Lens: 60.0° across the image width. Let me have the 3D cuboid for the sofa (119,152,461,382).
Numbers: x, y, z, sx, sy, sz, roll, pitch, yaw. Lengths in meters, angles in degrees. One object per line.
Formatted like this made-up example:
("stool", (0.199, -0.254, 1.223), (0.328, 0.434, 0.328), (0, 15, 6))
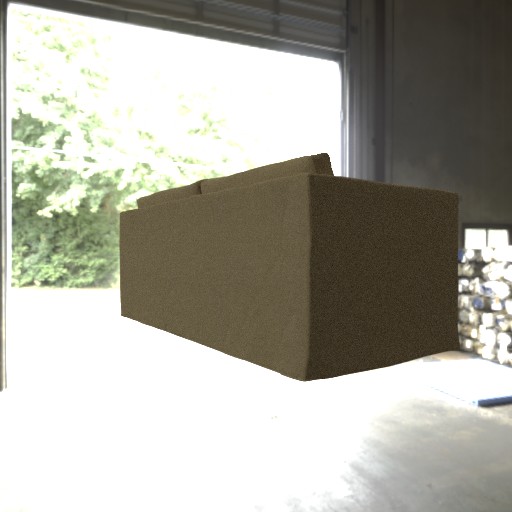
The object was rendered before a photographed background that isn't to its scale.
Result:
("sofa", (0.000, 0.000, 2.526), (0.962, 0.835, 1.959), (-1, 1, -35))
